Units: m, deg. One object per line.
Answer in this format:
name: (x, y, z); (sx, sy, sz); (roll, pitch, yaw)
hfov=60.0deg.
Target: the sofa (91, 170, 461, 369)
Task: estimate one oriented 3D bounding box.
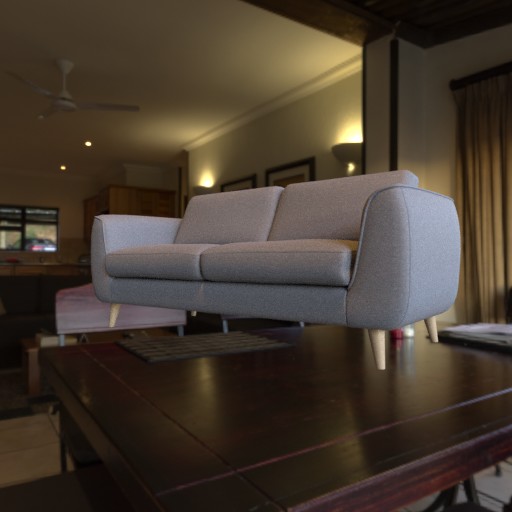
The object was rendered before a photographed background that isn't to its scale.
sofa: (0.000, 0.000, 2.528); (2.000, 0.870, 0.920); (0, -1, 38)
